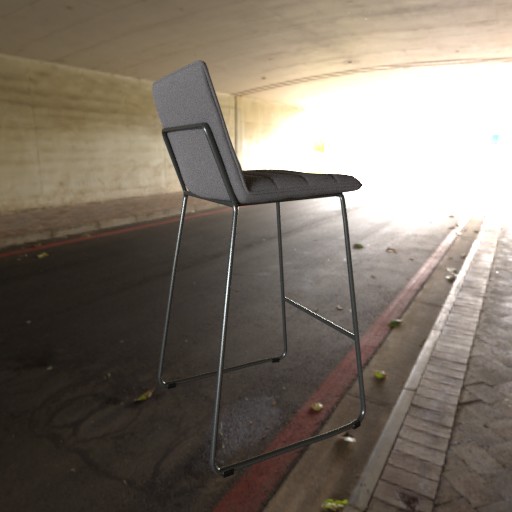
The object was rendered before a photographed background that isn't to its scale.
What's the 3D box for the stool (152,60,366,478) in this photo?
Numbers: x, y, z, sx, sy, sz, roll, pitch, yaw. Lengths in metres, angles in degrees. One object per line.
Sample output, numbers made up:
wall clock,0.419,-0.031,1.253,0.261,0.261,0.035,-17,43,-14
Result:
stool,0.000,0.000,1.274,0.490,0.960,0.490,-7,15,-27
